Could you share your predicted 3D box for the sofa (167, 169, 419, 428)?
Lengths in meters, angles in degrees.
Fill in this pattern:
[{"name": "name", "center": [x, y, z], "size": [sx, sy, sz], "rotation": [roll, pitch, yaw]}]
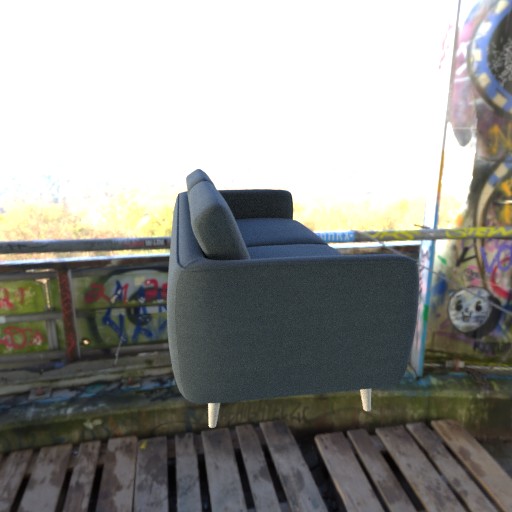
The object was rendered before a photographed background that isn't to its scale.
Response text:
[{"name": "sofa", "center": [0.000, 0.000, 2.429], "size": [0.920, 0.850, 2.000], "rotation": [-3, 16, -9]}]
